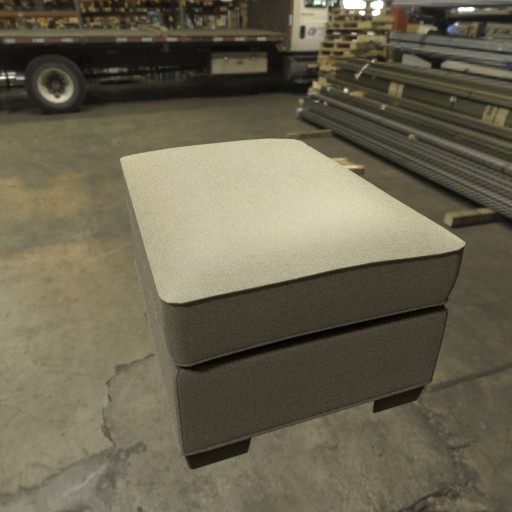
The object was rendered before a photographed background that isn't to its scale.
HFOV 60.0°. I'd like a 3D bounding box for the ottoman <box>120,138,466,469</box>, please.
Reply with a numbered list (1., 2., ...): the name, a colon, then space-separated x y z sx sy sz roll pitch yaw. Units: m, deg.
1. ottoman: 0.000 0.000 1.224 0.619 0.504 0.843 -10 31 -17
